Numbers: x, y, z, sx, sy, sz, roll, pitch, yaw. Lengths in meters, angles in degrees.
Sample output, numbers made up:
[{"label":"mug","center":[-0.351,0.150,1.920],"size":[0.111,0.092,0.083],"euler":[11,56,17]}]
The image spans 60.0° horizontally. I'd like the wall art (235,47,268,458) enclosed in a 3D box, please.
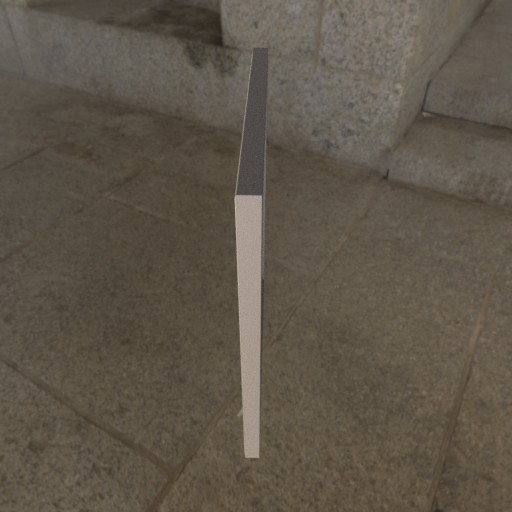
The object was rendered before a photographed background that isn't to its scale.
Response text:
[{"label":"wall art","center":[0.000,0.000,0.779],"size":[0.029,0.558,0.458],"euler":[1,41,1]}]
